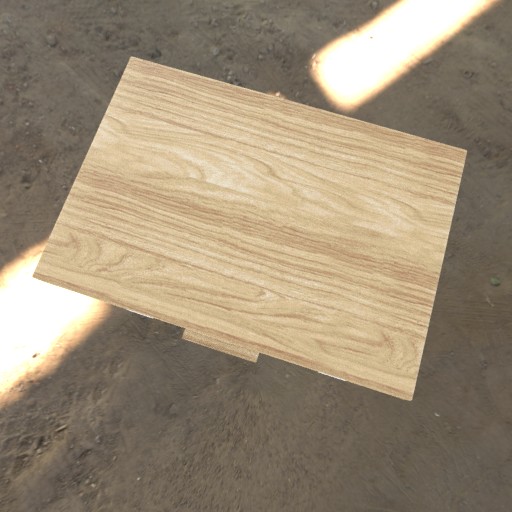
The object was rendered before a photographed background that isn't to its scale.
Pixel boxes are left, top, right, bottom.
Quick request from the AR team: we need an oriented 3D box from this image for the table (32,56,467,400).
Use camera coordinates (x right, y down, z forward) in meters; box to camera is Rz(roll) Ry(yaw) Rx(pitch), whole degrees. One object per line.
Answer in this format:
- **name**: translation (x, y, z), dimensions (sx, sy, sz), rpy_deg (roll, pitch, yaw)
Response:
- **table**: translation (0.000, 0.000, 0.802), dimensions (0.500, 0.440, 0.360), rpy_deg (17, 76, 4)
